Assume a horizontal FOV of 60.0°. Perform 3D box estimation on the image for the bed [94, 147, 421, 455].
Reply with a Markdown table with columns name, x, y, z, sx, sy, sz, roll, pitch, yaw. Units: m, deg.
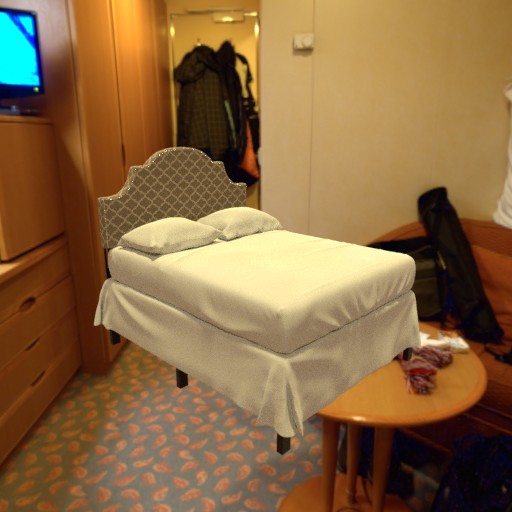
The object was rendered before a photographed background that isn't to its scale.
| name | x | y | z | sx | sy | sz | roll | pitch | yaw |
| --- | --- | --- | --- | --- | --- | --- | --- | --- | --- |
| bed | 0.000 | 0.000 | 3.497 | 2.222 | 1.633 | 1.780 | 15 | 21 | 43 |
